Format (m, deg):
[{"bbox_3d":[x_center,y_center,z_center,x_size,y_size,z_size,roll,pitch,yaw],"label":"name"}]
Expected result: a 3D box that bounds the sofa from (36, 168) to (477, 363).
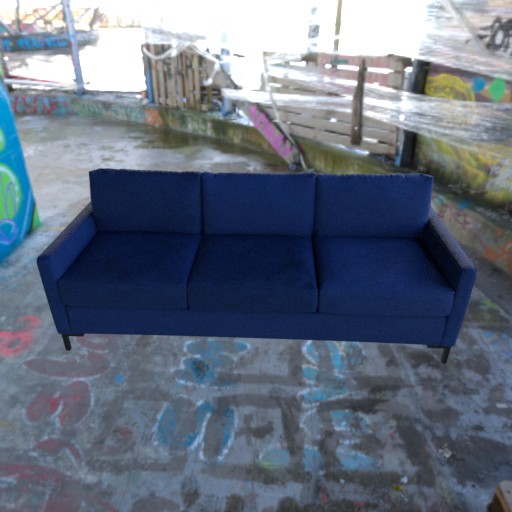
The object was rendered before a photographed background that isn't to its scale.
[{"bbox_3d":[0.000,0.000,2.657,2.252,0.879,0.875,1,30,2],"label":"sofa"}]
